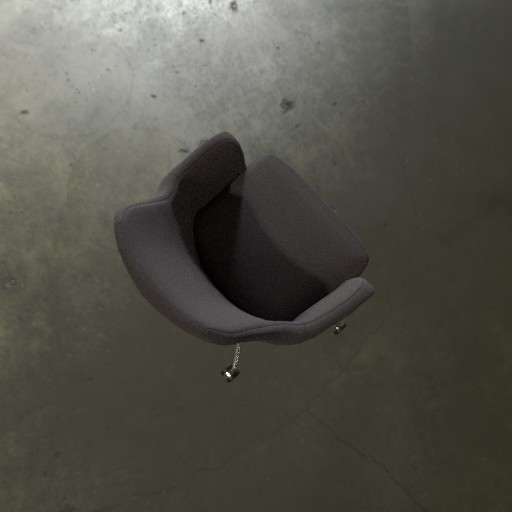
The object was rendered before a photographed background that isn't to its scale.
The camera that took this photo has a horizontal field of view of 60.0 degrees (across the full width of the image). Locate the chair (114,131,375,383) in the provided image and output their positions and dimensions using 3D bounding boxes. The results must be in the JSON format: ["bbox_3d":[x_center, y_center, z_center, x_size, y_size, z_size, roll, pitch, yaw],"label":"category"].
[{"bbox_3d":[0.000,0.000,1.264,0.600,0.820,0.655,-39,78,-10],"label":"chair"}]
